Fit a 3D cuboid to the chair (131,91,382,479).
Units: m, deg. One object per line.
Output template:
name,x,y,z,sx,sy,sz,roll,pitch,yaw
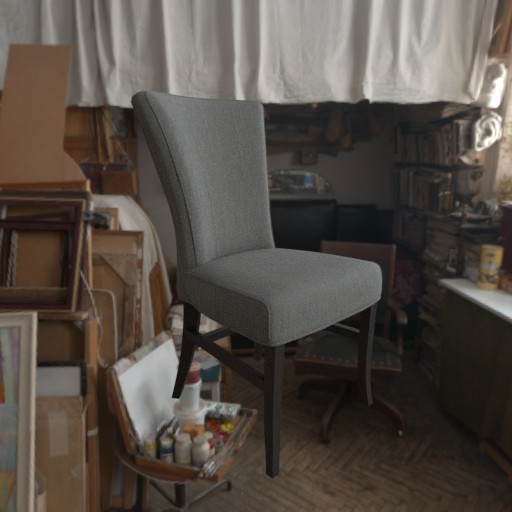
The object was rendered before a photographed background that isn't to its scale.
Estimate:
chair,0.000,0.000,1.403,0.520,0.991,0.660,-13,19,-43
